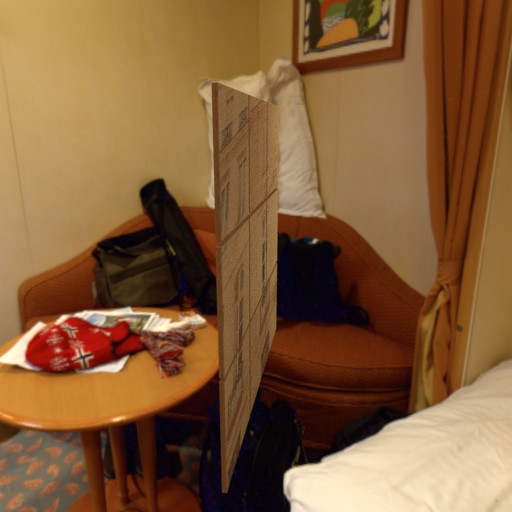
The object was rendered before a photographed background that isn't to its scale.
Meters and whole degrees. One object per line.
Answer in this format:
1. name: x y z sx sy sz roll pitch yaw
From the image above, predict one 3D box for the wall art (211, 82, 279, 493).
1. wall art: 0.000 0.000 1.361 0.018 0.913 0.915 3 16 9
